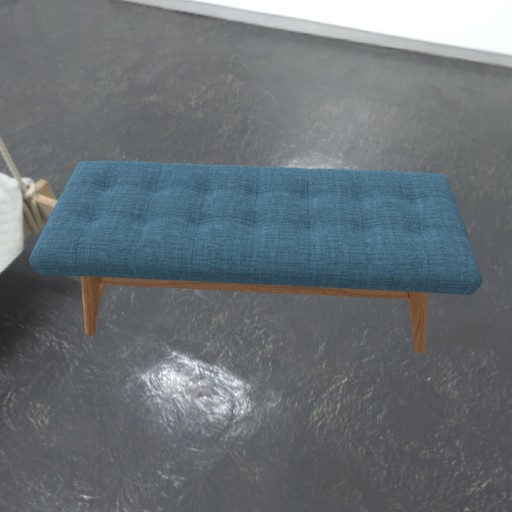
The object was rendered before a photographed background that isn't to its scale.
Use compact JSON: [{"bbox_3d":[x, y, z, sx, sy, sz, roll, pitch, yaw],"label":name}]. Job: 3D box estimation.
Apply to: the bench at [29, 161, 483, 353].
[{"bbox_3d":[0.000,0.000,1.339,1.118,0.432,0.406,3,49,2],"label":"bench"}]
